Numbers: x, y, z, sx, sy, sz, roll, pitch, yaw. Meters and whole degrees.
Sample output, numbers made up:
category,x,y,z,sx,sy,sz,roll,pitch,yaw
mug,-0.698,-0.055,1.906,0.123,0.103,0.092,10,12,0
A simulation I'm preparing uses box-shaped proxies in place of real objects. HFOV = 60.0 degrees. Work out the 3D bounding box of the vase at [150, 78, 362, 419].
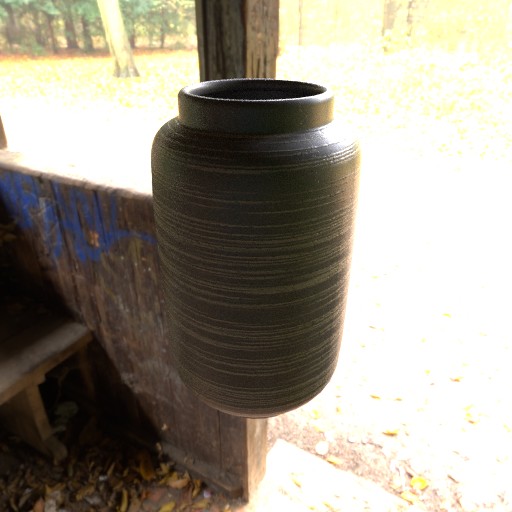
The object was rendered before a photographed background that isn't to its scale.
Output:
category,x,y,z,sx,sy,sz,roll,pitch,yaw
vase,0.000,0.000,0.697,0.297,0.499,0.297,0,29,0
